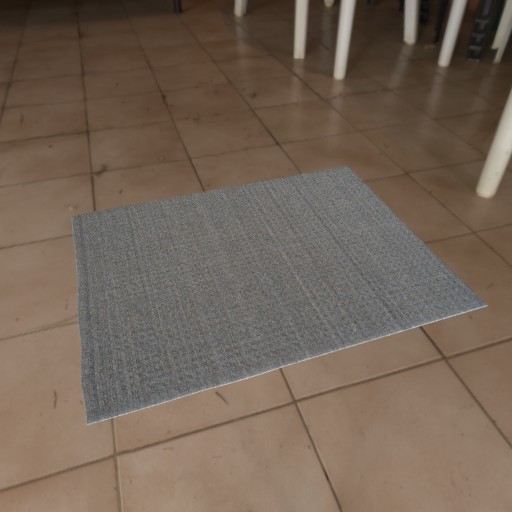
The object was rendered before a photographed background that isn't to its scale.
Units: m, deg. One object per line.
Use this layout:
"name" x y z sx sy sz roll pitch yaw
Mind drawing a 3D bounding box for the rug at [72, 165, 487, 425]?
"rug" 0.000 0.000 4.125 3.200 0.007 2.443 -13 43 -14
